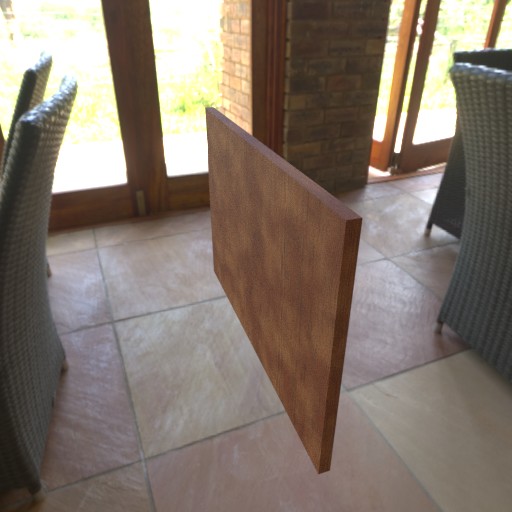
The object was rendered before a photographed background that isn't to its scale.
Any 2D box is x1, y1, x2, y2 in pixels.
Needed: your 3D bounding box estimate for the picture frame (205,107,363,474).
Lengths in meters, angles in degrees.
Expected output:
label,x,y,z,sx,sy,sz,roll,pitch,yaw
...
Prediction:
label,x,y,z,sx,sy,sz,roll,pitch,yaw
picture frame,0.000,0.000,1.254,0.029,0.640,0.950,-10,31,-17
